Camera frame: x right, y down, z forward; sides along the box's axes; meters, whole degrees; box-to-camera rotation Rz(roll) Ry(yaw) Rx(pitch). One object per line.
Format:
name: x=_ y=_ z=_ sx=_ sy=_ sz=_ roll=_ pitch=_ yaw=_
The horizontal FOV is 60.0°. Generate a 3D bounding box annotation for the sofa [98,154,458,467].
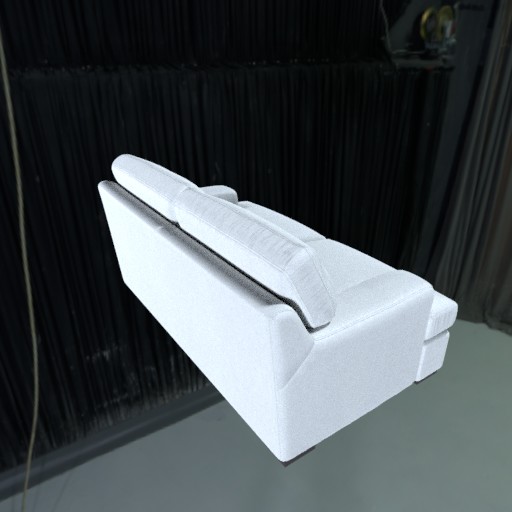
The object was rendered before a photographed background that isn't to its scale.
sofa: x=0.000 y=0.000 z=2.481 sx=1.143 sy=0.940 sz=1.880 roll=-17 pitch=31 yaw=-31
